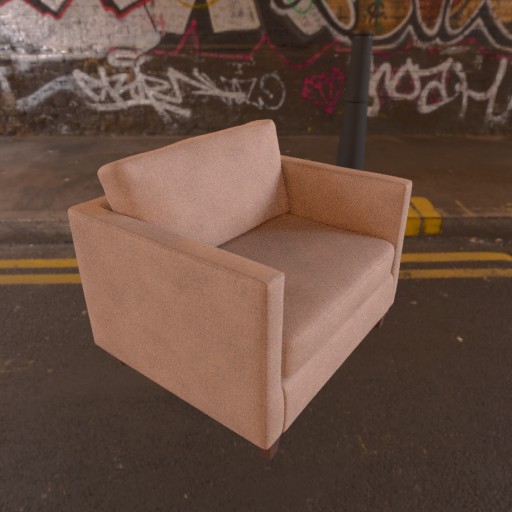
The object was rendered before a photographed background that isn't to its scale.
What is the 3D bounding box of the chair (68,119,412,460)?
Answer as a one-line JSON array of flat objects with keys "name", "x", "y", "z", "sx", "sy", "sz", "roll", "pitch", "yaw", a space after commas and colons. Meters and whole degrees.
[{"name": "chair", "x": 0.000, "y": 0.000, "z": 1.905, "sx": 0.959, "sy": 0.961, "sz": 1.133, "roll": 19, "pitch": 33, "yaw": 32}]
